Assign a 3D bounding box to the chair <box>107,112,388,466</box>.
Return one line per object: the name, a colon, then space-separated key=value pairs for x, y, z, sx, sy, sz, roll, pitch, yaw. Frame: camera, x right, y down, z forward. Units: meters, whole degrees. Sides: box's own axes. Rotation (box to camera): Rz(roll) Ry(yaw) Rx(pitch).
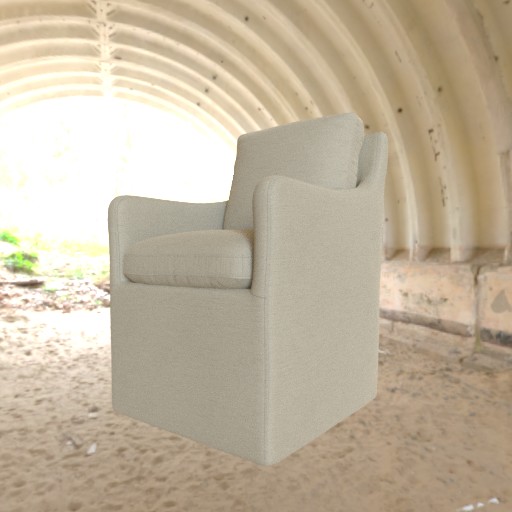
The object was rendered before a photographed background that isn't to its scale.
chair: x=0.000 y=0.000 z=1.377 sx=0.626 sy=0.914 sz=0.694 roll=0 pitch=1 yaw=38
